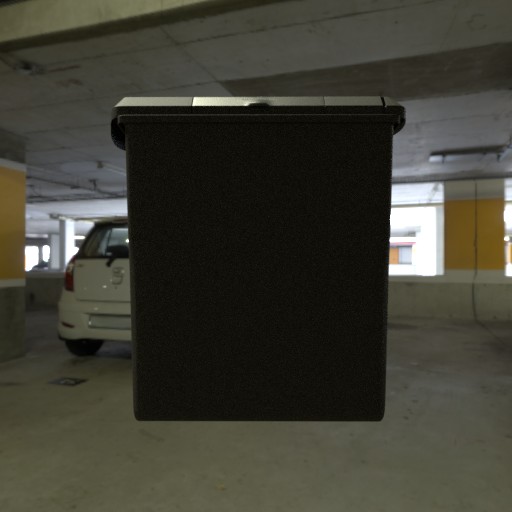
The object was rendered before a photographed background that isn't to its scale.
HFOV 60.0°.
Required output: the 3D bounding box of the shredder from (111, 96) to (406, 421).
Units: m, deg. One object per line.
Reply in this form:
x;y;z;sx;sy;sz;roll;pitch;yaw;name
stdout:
0.000;0.000;0.520;0.320;0.335;0.170;0;-1;0;shredder
